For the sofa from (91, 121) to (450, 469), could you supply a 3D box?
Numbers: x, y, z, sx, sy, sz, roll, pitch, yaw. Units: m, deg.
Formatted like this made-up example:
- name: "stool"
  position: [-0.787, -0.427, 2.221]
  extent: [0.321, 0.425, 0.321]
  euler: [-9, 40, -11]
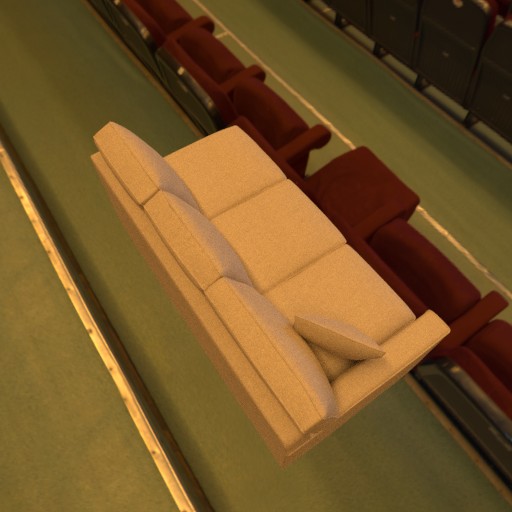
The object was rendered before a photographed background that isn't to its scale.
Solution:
- name: "sofa"
  position: [0.000, 0.000, 2.573]
  extent: [1.034, 0.946, 1.962]
  euler: [-31, 64, -17]
